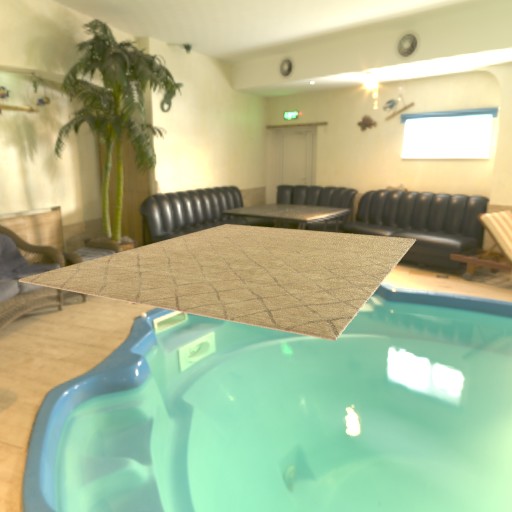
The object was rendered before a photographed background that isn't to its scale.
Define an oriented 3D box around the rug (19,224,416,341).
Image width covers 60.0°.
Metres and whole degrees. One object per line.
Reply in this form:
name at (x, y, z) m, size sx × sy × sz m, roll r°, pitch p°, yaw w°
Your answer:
rug at (0.000, 0.000, 4.083) m, size 2.420 × 0.019 × 3.038 m, roll 6°, pitch 14°, yaw 26°
